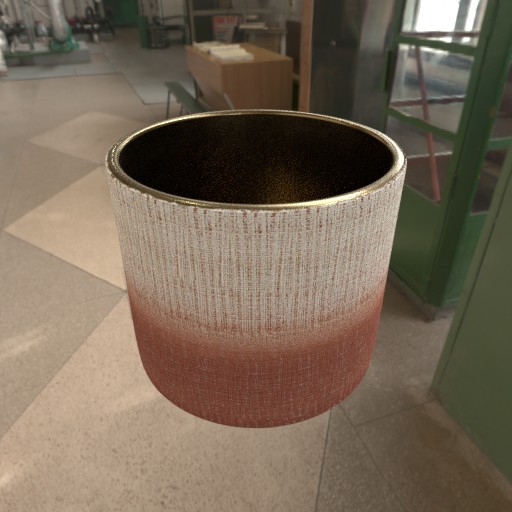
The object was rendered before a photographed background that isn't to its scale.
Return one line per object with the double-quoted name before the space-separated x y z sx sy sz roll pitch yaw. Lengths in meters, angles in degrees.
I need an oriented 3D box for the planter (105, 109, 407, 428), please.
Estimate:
"planter" 0.000 0.000 0.308 0.178 0.157 0.178 0 32 0
